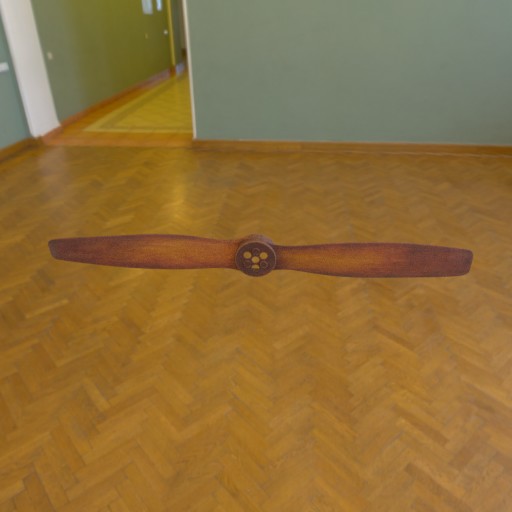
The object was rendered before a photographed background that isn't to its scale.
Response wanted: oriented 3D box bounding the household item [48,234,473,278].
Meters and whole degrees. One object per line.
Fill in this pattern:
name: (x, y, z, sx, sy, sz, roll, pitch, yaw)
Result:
household item: (0.000, 0.000, 1.238, 1.181, 0.121, 0.051, 2, 30, 3)
